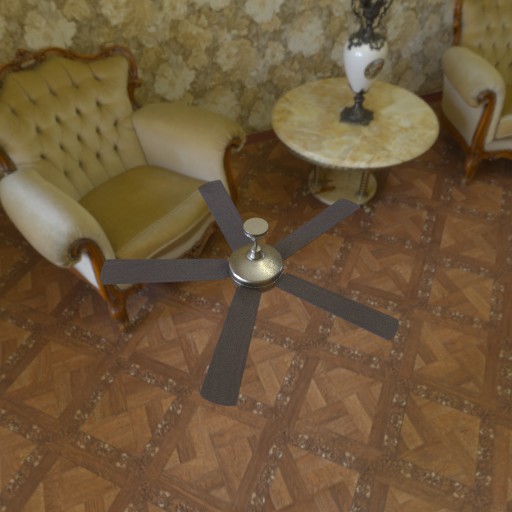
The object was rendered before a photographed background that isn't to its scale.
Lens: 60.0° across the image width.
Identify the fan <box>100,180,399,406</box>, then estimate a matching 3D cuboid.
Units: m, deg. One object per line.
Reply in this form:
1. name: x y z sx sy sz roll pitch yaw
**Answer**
1. fan: 0.000 0.000 1.975 1.321 0.356 1.321 16 48 15
